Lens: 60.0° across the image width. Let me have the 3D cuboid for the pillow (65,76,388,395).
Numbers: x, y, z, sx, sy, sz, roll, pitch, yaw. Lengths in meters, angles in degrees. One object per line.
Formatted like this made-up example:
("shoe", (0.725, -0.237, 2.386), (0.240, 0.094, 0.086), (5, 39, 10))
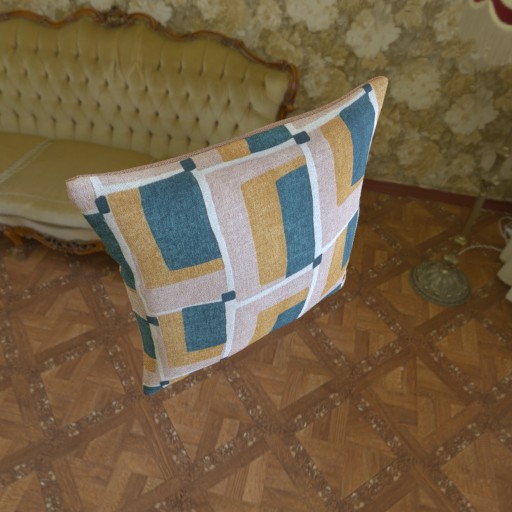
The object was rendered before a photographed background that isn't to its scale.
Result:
("pillow", (0.000, 0.000, 0.726), (0.478, 0.479, 0.158), (-25, 51, -22))
